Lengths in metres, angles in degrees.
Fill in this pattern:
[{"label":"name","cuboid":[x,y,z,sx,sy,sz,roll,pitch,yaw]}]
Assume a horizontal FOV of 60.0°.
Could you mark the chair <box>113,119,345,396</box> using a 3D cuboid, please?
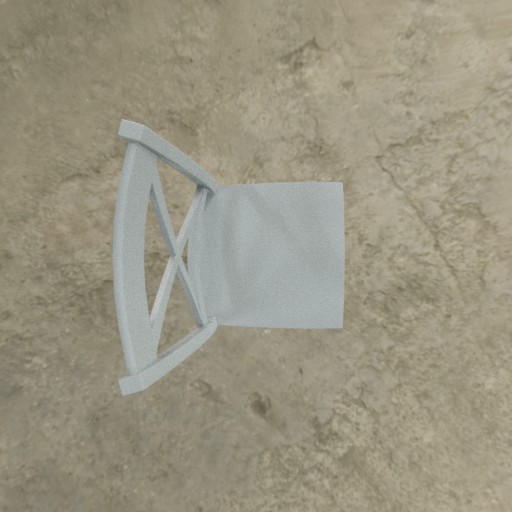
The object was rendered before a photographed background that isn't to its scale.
[{"label":"chair","cuboid":[0.000,0.000,1.273,0.542,0.983,0.485,0,90,-1]}]
